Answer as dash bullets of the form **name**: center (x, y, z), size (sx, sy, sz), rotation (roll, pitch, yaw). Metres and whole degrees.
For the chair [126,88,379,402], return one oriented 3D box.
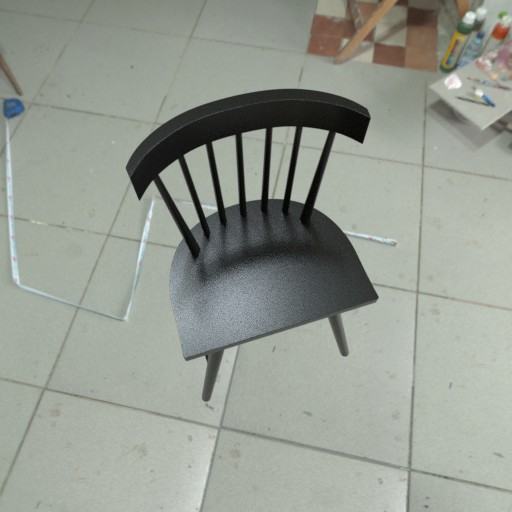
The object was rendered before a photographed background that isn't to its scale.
- **chair**: center (0.000, 0.000, 1.171), size (0.506, 0.844, 0.483), rotation (-16, 64, -8)
